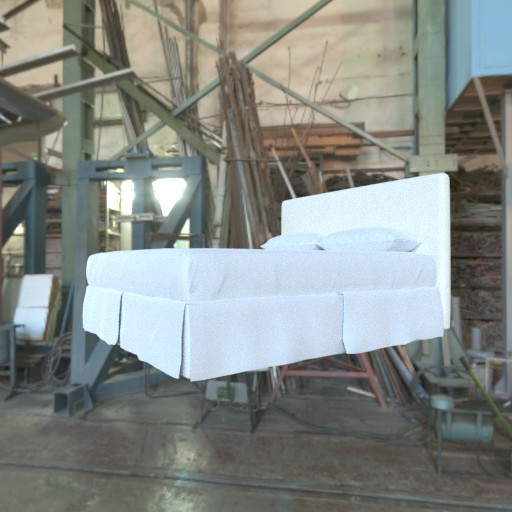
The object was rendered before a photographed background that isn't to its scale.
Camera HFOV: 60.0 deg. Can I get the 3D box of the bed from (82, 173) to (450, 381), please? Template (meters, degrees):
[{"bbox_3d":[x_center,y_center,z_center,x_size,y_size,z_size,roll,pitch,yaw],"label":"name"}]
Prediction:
[{"bbox_3d":[0.000,0.000,3.671,2.341,1.317,2.119,0,-1,-35],"label":"bed"}]
